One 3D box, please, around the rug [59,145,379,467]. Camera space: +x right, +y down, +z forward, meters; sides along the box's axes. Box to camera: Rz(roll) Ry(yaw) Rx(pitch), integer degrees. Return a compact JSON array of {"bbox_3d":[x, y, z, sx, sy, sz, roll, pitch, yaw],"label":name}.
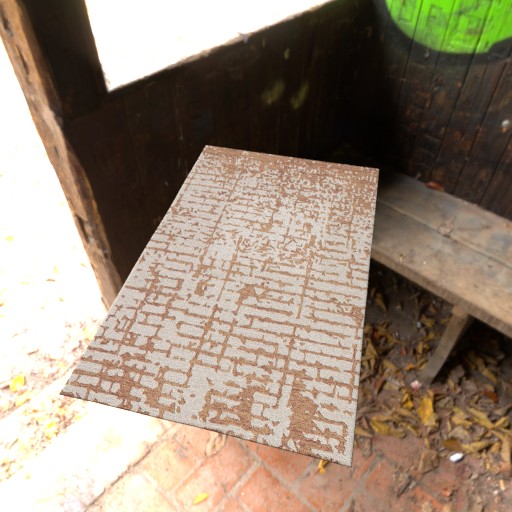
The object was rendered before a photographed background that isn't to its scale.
[{"bbox_3d":[0.000,0.000,3.003,1.517,0.011,2.435,10,47,10],"label":"rug"}]
